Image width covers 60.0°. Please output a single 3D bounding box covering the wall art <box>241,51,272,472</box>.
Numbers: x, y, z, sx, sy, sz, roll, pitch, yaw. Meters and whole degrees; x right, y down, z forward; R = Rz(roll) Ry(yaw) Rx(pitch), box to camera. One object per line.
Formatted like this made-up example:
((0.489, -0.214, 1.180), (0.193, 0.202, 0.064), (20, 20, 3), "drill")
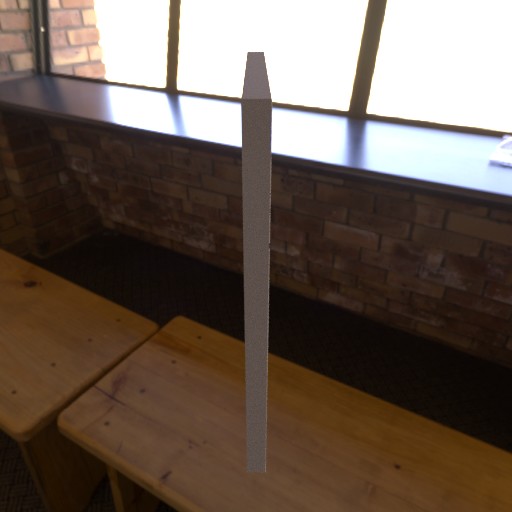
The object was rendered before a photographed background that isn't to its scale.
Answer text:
((0.000, 0.000, 0.957), (0.039, 0.753, 0.511), (0, 31, 0), "wall art")
